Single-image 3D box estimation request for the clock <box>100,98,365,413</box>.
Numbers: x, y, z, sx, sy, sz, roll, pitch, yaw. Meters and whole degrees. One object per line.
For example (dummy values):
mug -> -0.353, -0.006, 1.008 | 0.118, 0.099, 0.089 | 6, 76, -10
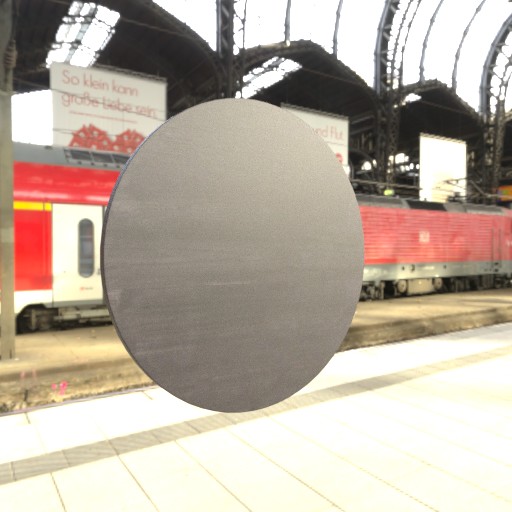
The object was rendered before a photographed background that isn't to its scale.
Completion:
clock -> 0.000, 0.000, 0.866 | 0.595, 0.595, 0.029 | -1, 1, -35
